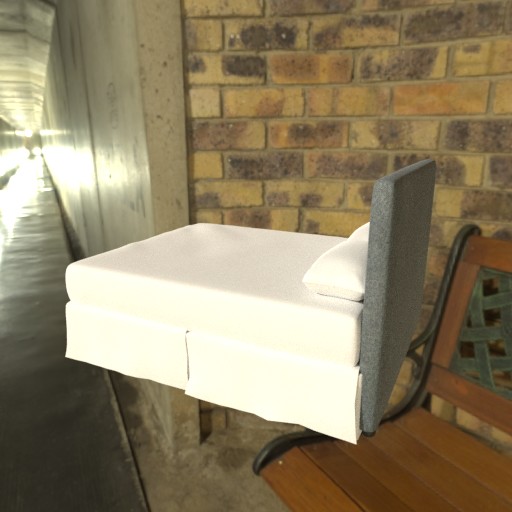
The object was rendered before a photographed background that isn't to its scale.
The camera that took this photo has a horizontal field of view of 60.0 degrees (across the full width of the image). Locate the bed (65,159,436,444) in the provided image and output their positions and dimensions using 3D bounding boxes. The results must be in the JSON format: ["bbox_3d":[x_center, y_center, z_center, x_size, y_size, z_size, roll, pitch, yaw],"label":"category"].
[{"bbox_3d":[0.000,0.000,3.154,2.142,1.330,1.723,8,17,26],"label":"bed"}]
